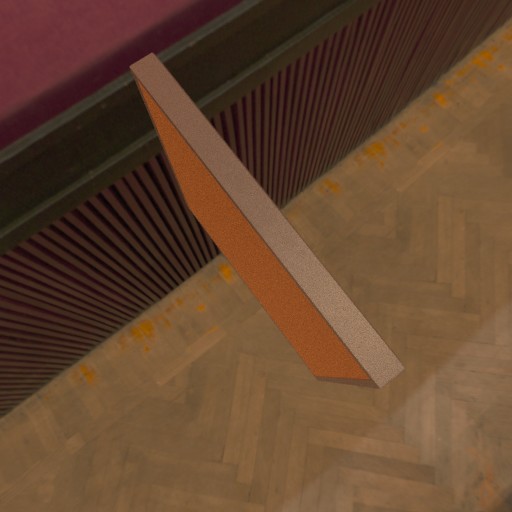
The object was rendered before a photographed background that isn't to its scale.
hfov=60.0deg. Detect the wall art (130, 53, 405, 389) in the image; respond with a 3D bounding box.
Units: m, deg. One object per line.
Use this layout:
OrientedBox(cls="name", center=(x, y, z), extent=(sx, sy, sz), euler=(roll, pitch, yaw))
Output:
OrientedBox(cls="wall art", center=(0.000, 0.000, 0.536), extent=(0.028, 0.349, 0.349), euler=(-36, 78, -9))
